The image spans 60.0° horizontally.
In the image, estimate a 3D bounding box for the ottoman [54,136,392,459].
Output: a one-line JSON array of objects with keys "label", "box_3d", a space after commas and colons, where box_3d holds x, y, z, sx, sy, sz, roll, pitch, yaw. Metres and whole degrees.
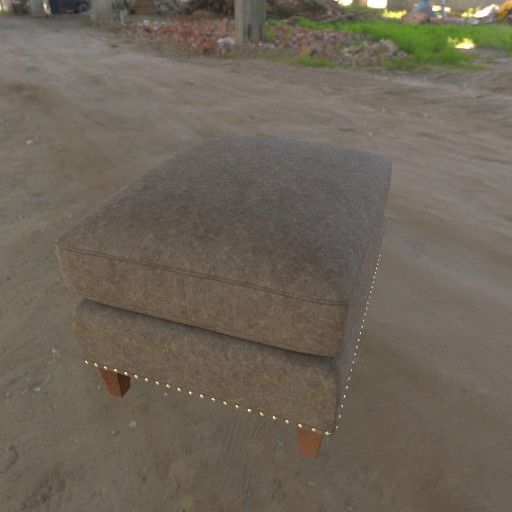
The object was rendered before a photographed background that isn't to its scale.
[{"label": "ottoman", "box_3d": [0.000, 0.000, 1.142, 0.584, 0.513, 0.741, 11, 32, 17]}]
